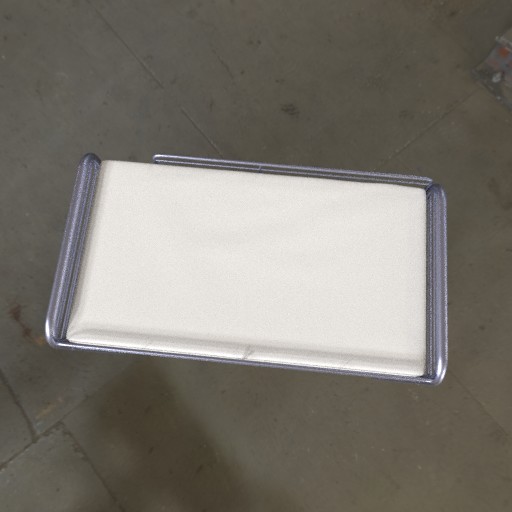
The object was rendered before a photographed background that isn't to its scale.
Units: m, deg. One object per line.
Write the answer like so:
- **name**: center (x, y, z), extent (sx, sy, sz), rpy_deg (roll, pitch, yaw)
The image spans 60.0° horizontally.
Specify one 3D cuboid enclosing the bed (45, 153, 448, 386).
- **bed**: center (0.000, 0.000, 2.895), extent (1.965, 1.288, 1.415), rpy_deg (5, 76, 1)
